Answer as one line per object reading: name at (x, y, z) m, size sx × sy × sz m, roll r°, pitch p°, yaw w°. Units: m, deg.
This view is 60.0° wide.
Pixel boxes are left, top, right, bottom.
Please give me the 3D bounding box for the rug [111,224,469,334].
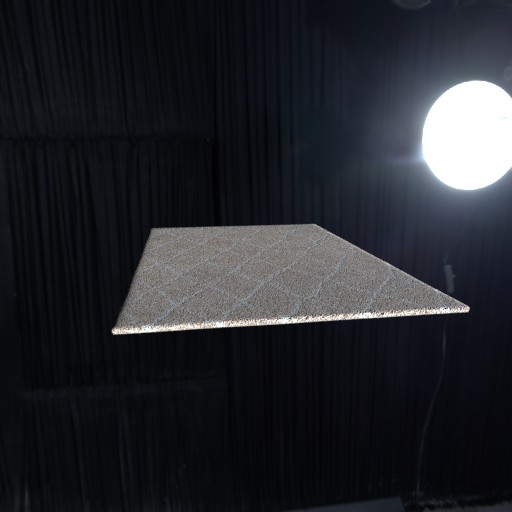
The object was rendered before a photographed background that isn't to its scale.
rug at (0.000, 0.000, 3.442) m, size 1.778 × 0.030 × 2.743 m, roll -2°, pitch 13°, yaw -9°
